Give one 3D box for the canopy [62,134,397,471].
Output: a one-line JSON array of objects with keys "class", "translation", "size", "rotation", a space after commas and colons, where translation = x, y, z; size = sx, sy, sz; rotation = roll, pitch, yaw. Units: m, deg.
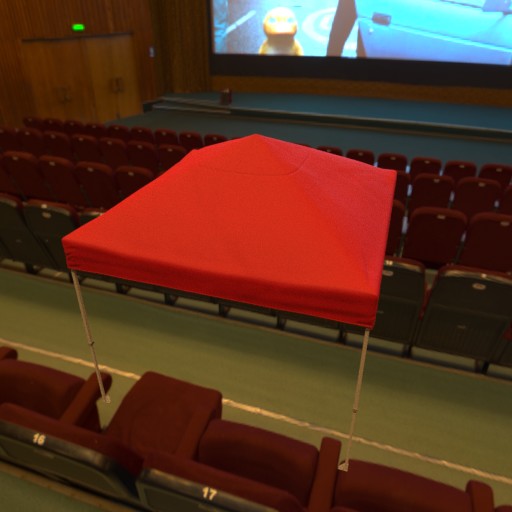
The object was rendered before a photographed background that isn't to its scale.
[{"class": "canopy", "translation": [0.000, 0.000, 5.450], "size": [2.996, 2.997, 2.998], "rotation": [9, 32, 15]}]
